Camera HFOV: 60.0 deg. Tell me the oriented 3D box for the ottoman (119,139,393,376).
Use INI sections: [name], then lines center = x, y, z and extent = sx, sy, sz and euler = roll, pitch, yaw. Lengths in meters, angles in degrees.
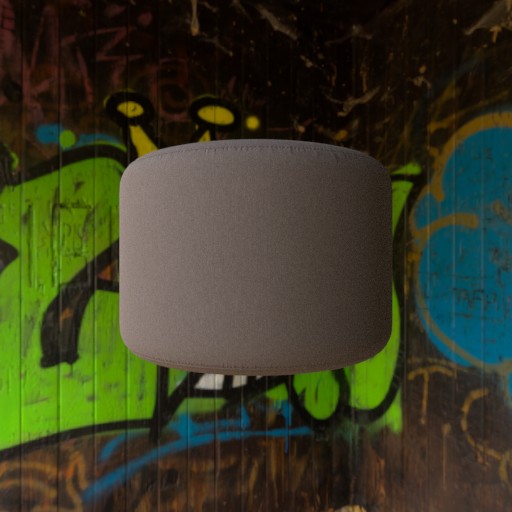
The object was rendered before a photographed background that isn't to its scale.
[ottoman]
center = 0.000, 0.000, 1.032
extent = 0.608, 0.433, 0.608
euler = 0, 0, 0
